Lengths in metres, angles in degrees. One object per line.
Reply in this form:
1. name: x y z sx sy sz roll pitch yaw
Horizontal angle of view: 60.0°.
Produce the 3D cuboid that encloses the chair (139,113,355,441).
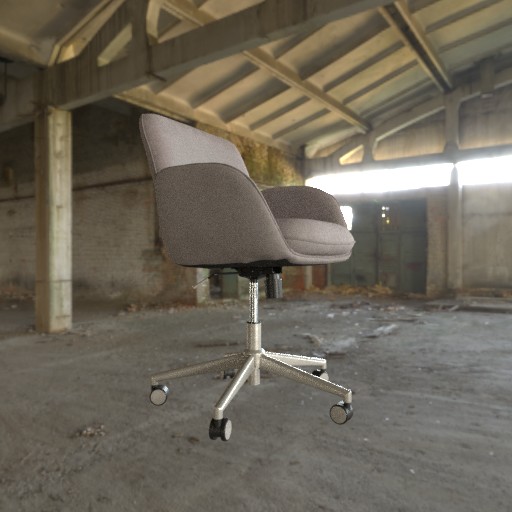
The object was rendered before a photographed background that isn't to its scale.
1. chair: 0.000 0.000 1.445 0.654 0.959 0.648 0 0 34
